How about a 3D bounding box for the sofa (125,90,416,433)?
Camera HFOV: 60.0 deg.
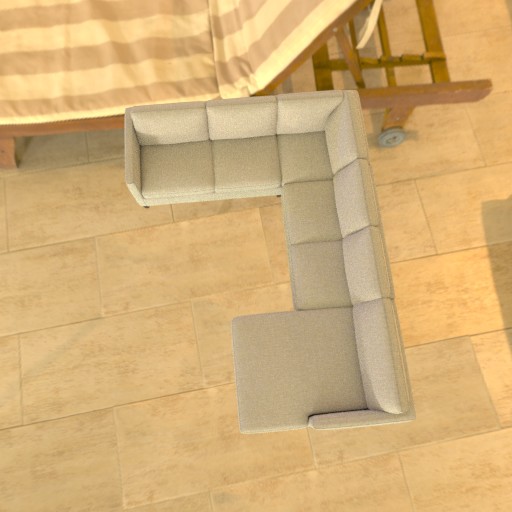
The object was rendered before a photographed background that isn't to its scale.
[{"bbox_3d":[0.000,0.000,4.524,2.551,0.889,3.403,-5,74,-1],"label":"sofa"}]
